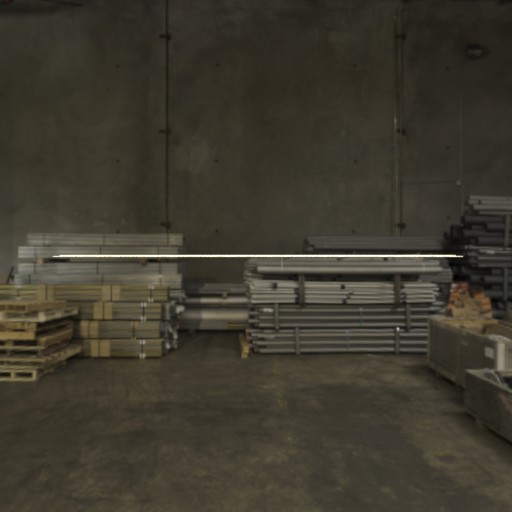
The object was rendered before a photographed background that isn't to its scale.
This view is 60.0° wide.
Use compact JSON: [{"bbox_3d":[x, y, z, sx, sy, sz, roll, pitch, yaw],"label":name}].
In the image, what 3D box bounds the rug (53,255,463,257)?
[{"bbox_3d":[0.000,0.000,2.015,1.146,0.006,1.556,0,0,-1],"label":"rug"}]
